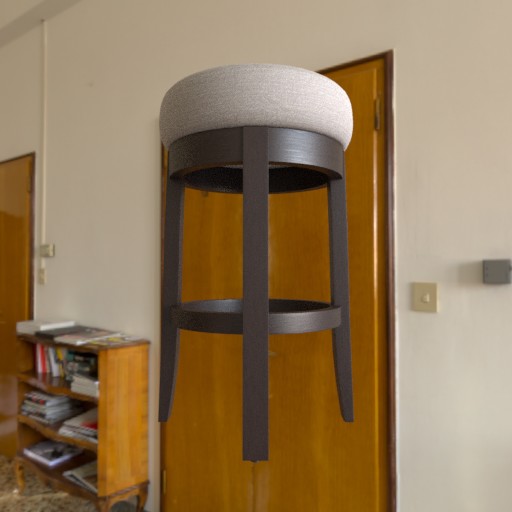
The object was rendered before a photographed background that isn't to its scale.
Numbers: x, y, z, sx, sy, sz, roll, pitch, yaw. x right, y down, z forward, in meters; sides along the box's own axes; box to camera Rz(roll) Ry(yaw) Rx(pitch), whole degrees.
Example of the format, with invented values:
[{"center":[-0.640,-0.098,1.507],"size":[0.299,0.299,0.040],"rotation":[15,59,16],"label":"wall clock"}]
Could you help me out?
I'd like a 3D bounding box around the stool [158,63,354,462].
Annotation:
[{"center":[0.000,0.000,1.030],"size":[0.443,0.757,0.443],"rotation":[0,-1,0],"label":"stool"}]
